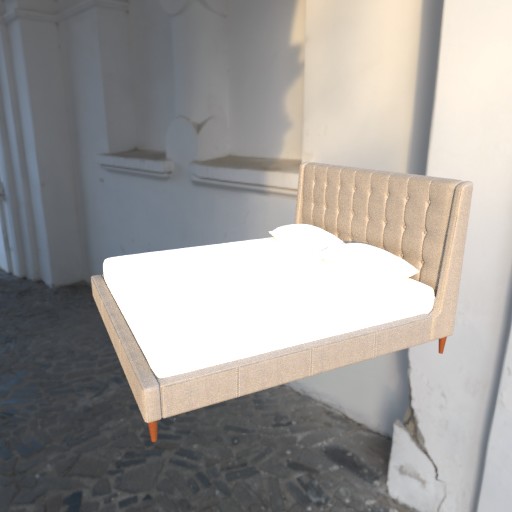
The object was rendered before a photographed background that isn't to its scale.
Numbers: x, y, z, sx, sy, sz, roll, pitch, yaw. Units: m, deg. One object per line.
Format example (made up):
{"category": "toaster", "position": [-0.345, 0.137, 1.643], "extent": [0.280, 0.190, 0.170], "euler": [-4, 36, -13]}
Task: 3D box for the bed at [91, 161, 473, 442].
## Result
{"category": "bed", "position": [0.000, 0.000, 3.578], "extent": [2.342, 1.289, 2.062], "euler": [-8, 18, -26]}
